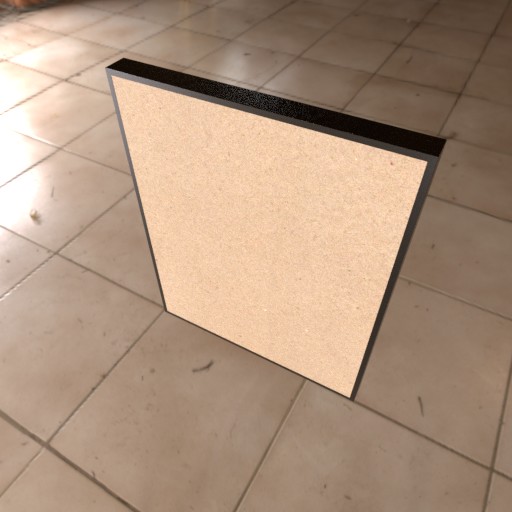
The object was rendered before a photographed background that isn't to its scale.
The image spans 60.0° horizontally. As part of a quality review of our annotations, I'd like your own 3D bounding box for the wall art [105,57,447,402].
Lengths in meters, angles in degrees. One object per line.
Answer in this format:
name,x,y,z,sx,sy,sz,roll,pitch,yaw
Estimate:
wall art,0.000,0.000,0.738,0.448,0.551,0.038,22,50,19
